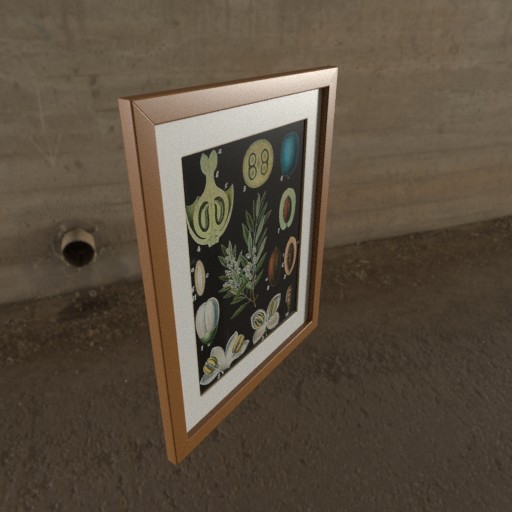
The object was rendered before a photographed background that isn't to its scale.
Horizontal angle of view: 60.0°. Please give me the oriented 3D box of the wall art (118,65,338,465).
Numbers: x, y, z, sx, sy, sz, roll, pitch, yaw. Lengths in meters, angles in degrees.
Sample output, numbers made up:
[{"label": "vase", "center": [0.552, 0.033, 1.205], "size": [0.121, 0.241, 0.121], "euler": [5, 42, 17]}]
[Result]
[{"label": "wall art", "center": [0.000, 0.000, 0.733], "size": [0.021, 0.550, 0.449], "euler": [19, 33, 31]}]
